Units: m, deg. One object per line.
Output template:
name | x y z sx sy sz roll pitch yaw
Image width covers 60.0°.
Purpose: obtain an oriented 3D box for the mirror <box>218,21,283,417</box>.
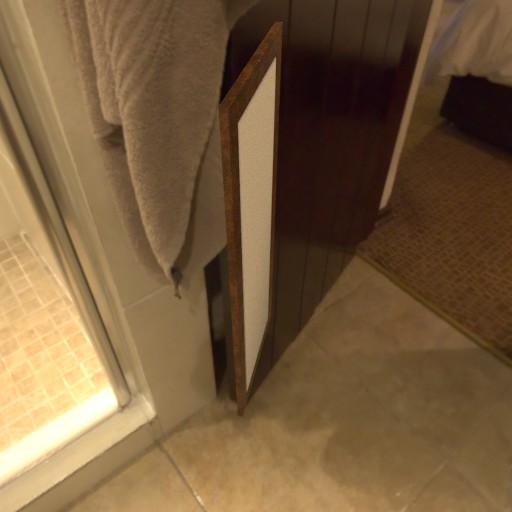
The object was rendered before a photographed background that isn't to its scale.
mirror | 0.000 0.000 2.326 0.032 2.031 0.812 10 46 10
